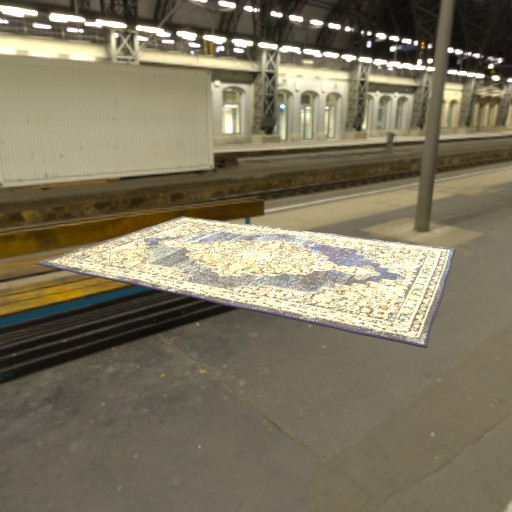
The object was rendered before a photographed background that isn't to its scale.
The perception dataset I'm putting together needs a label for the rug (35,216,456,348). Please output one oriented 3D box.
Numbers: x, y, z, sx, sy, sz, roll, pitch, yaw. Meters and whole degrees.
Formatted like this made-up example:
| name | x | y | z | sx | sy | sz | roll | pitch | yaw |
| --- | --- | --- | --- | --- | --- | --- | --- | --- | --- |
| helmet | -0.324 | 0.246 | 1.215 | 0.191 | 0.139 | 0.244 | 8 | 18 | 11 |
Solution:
| name | x | y | z | sx | sy | sz | roll | pitch | yaw |
| --- | --- | --- | --- | --- | --- | --- | --- | --- | --- |
| rug | 0.000 | 0.000 | 2.236 | 1.781 | 0.012 | 1.184 | 9 | 19 | 26 |
